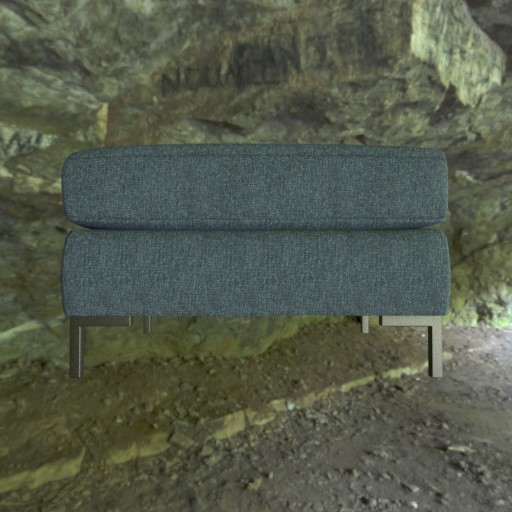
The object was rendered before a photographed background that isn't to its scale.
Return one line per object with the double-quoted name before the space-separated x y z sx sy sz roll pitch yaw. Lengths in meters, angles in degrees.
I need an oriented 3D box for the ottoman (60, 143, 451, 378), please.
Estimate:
"ottoman" 0.000 0.000 1.270 0.831 0.533 0.695 0 -1 0
